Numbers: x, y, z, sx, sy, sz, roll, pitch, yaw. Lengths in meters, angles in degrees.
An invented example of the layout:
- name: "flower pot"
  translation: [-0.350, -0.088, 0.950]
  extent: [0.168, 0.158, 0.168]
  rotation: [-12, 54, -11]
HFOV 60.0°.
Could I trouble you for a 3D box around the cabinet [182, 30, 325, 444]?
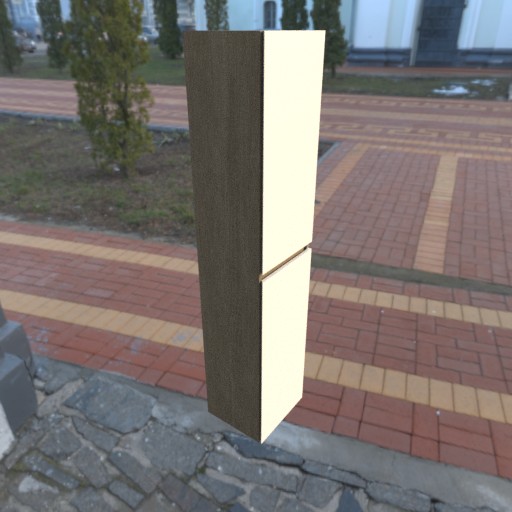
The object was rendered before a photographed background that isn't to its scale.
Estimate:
- name: "cabinet"
  translation: [0.000, 0.000, 1.544]
  extent: [0.270, 1.400, 0.300]
  rotation: [19, 32, 32]
